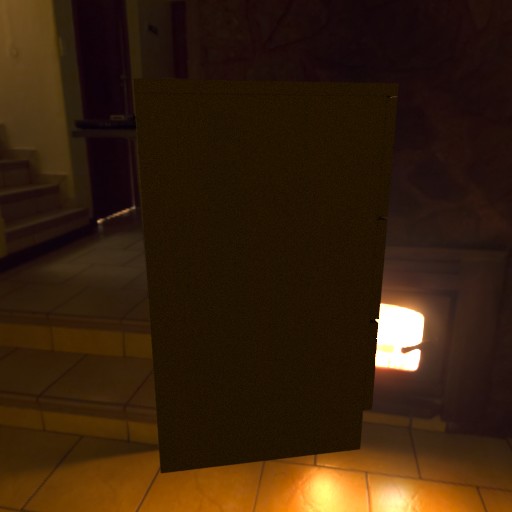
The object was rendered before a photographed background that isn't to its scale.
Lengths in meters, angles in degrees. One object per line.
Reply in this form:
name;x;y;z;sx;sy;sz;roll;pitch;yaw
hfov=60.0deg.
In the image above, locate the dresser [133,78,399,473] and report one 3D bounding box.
dresser;0.000;0.000;0.814;0.360;0.560;0.400;-3;16;-9
